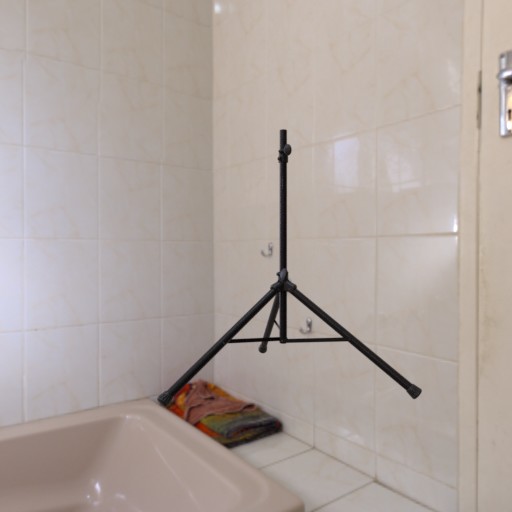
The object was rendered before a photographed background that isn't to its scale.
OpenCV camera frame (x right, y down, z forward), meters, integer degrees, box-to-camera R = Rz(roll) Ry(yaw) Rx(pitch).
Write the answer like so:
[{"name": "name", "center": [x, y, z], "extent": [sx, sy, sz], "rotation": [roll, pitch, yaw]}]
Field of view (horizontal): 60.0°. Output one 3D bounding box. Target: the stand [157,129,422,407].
[{"name": "stand", "center": [0.000, 0.000, 1.920], "extent": [0.907, 1.136, 1.045], "rotation": [0, 1, -35]}]
